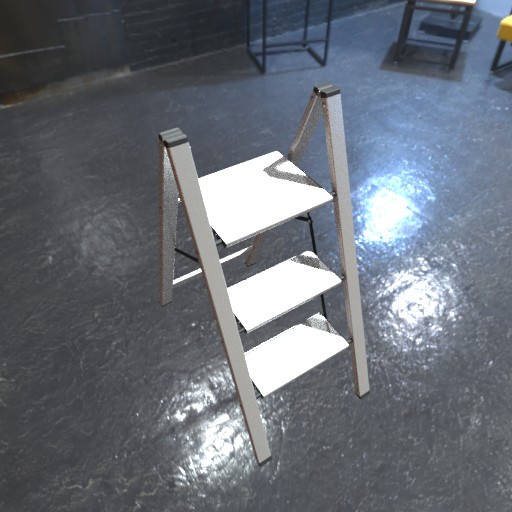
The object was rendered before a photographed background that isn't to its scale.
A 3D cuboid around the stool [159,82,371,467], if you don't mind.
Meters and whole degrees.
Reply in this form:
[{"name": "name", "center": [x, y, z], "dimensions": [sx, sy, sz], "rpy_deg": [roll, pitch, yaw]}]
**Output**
[{"name": "stool", "center": [0.000, 0.000, 1.272], "dimensions": [0.441, 0.902, 0.730], "rpy_deg": [-24, 50, -22]}]
